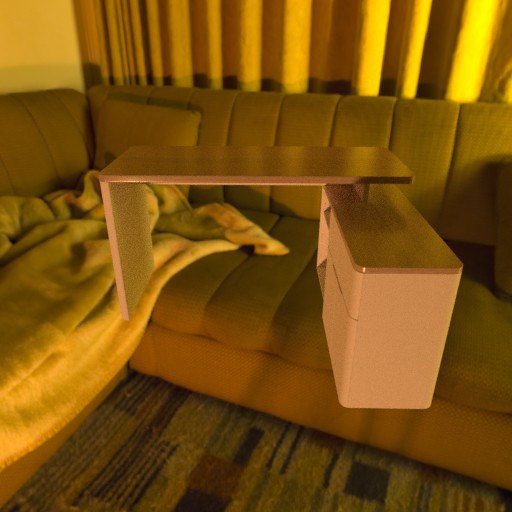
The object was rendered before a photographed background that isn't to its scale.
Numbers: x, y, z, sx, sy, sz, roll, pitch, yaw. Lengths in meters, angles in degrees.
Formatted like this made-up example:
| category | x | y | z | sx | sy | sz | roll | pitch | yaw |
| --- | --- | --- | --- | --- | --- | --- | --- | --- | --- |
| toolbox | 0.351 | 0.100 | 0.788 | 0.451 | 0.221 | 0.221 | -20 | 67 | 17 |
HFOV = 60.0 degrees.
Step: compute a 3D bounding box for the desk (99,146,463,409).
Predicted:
| category | x | y | z | sx | sy | sz | roll | pitch | yaw |
| --- | --- | --- | --- | --- | --- | --- | --- | --- | --- |
| desk | 0.000 | 0.000 | 2.092 | 1.400 | 0.770 | 1.175 | 1 | 26 | 1 |
